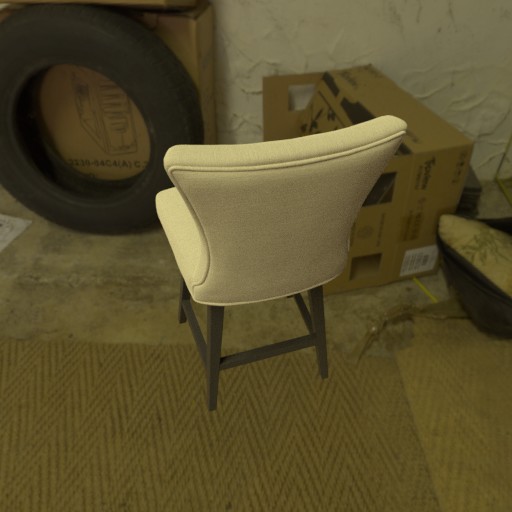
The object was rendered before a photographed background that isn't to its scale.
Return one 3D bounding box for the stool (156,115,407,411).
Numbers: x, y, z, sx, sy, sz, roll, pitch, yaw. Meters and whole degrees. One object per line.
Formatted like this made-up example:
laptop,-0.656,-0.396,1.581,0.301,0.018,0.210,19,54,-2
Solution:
stool,0.000,0.000,1.349,0.514,1.000,0.574,-12,42,-13
